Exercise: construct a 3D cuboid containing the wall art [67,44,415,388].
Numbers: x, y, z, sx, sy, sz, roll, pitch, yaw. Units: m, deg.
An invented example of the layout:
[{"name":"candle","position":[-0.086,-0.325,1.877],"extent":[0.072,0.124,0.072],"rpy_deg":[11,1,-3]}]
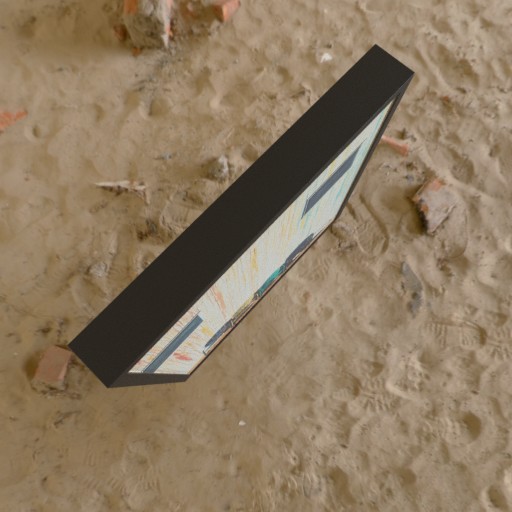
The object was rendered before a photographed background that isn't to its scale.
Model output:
[{"name":"wall art","position":[0.000,0.000,0.446],"extent":[0.038,0.304,0.304],"rpy_deg":[42,79,10]}]
